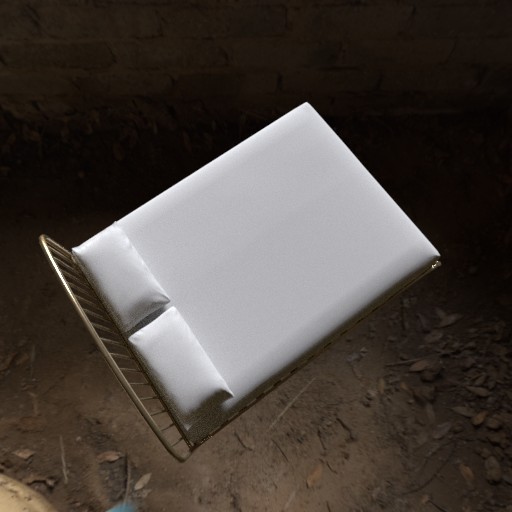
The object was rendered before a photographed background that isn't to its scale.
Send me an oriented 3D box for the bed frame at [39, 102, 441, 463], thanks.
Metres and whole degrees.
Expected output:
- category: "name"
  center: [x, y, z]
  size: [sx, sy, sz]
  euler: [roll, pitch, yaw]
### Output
- category: "bed frame"
  center: [0.000, 0.000, 3.089]
  size: [2.152, 1.175, 1.612]
  euler: [-35, 77, -9]
